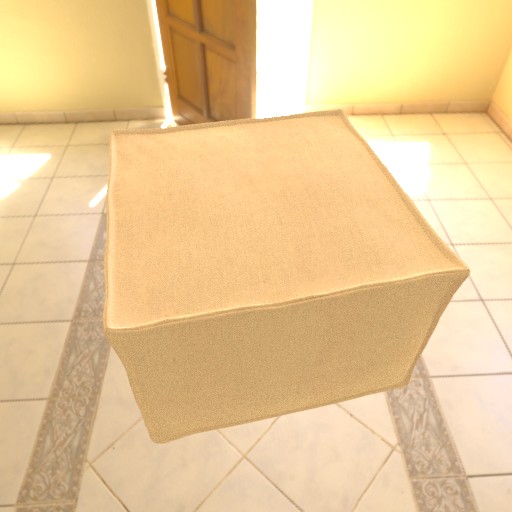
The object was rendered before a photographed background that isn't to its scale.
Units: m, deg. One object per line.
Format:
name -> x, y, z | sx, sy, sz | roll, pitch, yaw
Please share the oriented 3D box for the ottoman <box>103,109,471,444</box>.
ottoman -> 0.000, 0.000, 1.156 | 0.696, 0.470, 0.707 | -9, 46, -9
